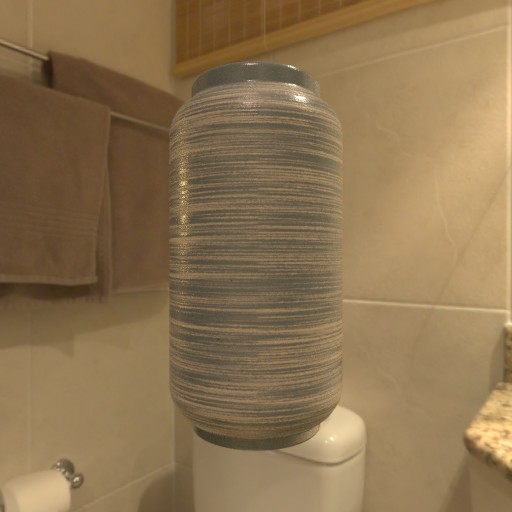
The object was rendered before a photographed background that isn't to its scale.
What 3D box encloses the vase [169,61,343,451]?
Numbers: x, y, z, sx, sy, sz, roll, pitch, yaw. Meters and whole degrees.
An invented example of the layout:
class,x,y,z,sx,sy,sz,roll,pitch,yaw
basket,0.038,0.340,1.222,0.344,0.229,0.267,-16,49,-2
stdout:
class,x,y,z,sx,sy,sz,roll,pitch,yaw
vase,0.000,0.000,0.303,0.116,0.230,0.116,0,0,0
